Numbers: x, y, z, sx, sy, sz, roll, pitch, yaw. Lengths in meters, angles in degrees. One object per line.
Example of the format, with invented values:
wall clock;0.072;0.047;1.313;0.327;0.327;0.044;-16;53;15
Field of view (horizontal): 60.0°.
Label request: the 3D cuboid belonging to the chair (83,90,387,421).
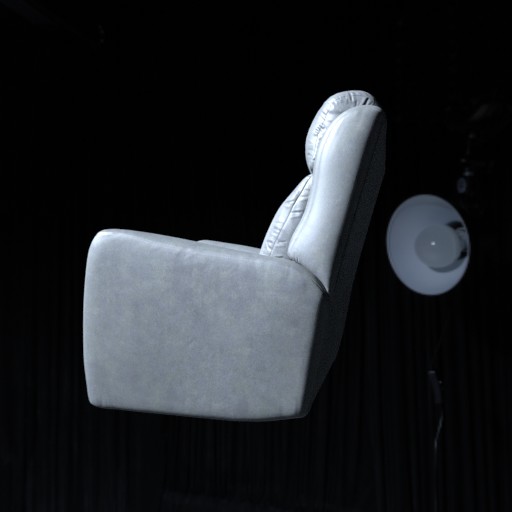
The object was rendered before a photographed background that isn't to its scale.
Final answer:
chair;0.000;0.000;1.887;1.068;1.116;0.967;0;0;16
